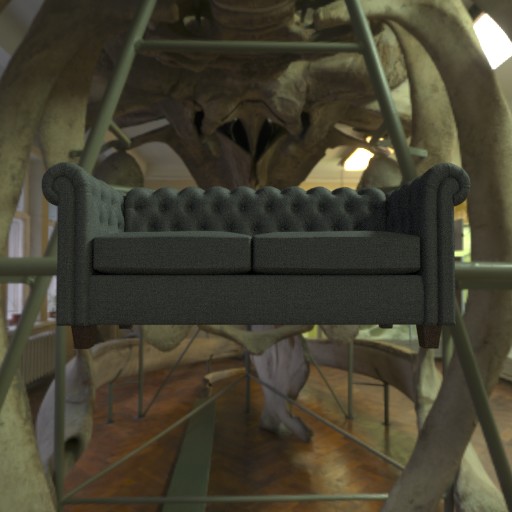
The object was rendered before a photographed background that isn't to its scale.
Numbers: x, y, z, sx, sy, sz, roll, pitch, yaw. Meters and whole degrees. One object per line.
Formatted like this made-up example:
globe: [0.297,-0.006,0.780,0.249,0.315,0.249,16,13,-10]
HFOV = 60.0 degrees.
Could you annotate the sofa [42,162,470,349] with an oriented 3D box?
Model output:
sofa: [0.000,0.000,2.204,1.798,0.797,0.783,0,-2,0]
